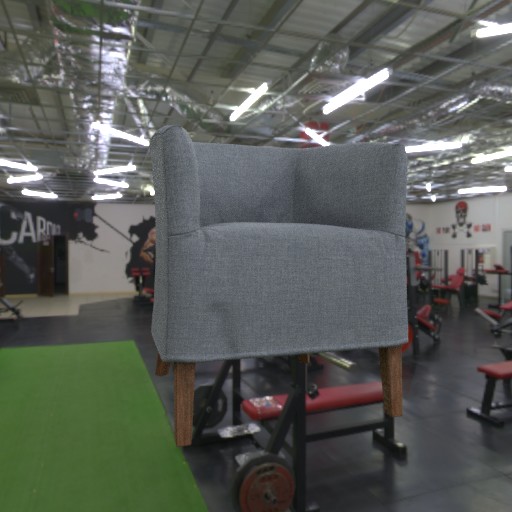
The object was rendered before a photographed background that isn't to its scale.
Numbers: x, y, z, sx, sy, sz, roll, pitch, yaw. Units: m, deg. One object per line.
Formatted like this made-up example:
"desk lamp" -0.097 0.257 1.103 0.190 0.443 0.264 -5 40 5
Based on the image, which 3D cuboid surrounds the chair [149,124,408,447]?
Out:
"chair" 0.000 0.000 1.291 0.600 0.771 0.668 0 1 -18
